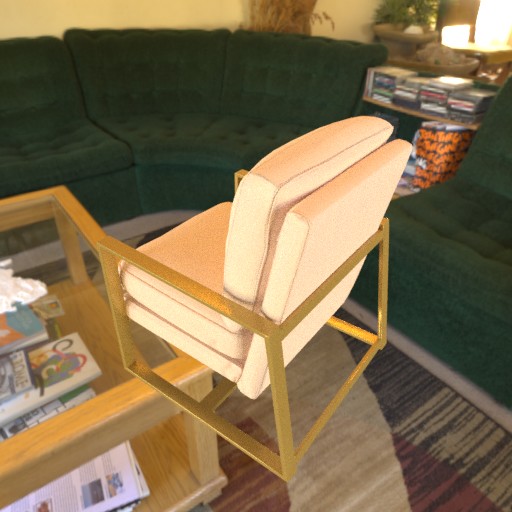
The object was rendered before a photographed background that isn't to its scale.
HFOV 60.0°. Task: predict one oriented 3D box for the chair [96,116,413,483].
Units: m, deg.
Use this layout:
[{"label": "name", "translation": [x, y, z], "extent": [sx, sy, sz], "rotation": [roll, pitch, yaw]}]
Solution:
[{"label": "chair", "translation": [0.000, 0.000, 1.557], "extent": [0.813, 0.956, 0.758], "rotation": [22, 39, 30]}]
